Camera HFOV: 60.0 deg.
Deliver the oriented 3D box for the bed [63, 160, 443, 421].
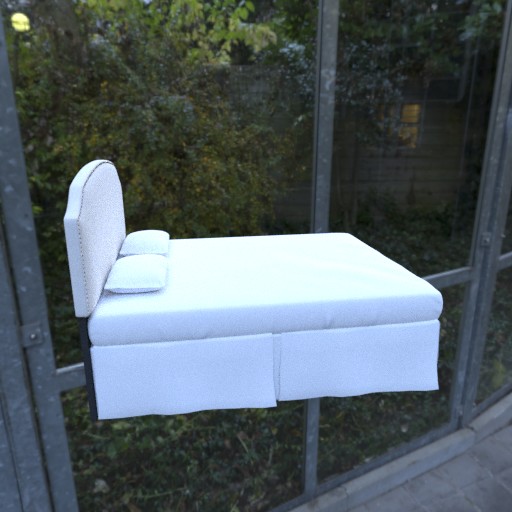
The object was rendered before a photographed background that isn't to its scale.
[{"bbox_3d":[0.000,0.000,2.966,1.999,1.270,1.558,-3,17,-9],"label":"bed"}]
